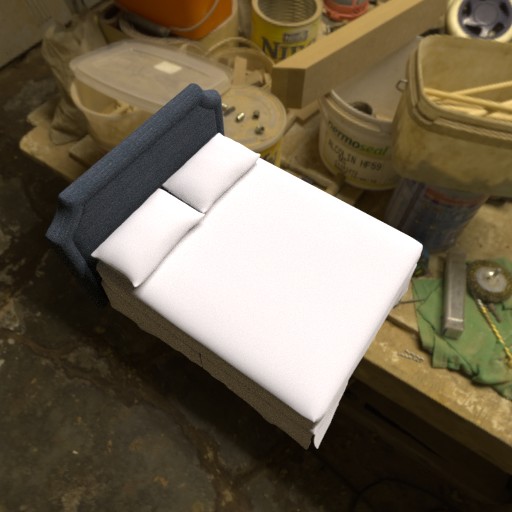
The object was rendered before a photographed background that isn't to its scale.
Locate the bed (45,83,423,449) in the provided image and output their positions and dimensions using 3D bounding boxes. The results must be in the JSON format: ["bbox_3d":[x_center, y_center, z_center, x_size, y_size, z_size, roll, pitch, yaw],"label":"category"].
[{"bbox_3d":[0.000,0.000,3.368,2.208,1.297,1.828,31,64,17],"label":"bed"}]
